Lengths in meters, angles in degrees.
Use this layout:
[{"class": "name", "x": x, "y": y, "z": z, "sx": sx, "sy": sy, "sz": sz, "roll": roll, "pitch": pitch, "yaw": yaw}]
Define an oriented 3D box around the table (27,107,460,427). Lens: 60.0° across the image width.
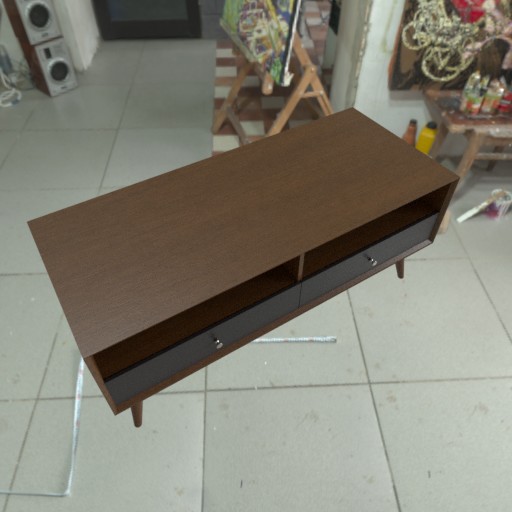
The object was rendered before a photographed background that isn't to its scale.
[{"class": "table", "x": 0.000, "y": 0.000, "z": 1.399, "sx": 1.119, "sy": 0.464, "sz": 0.490, "roll": -25, "pitch": 52, "yaw": -21}]
